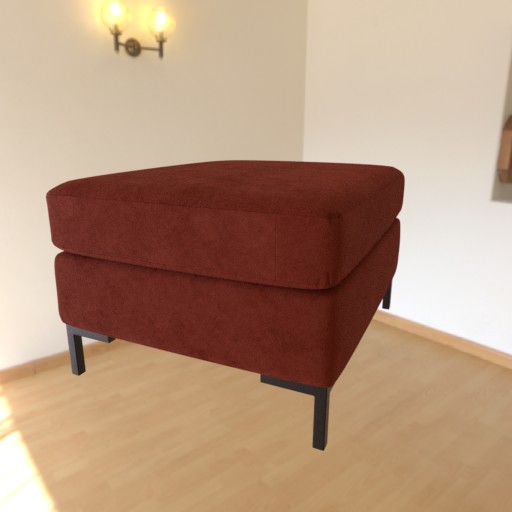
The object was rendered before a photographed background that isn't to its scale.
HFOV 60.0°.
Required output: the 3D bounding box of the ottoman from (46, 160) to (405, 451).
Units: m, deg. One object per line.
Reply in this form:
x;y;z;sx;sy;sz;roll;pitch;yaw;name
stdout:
0.000;0.000;1.172;0.650;0.462;0.782;7;18;24;ottoman
